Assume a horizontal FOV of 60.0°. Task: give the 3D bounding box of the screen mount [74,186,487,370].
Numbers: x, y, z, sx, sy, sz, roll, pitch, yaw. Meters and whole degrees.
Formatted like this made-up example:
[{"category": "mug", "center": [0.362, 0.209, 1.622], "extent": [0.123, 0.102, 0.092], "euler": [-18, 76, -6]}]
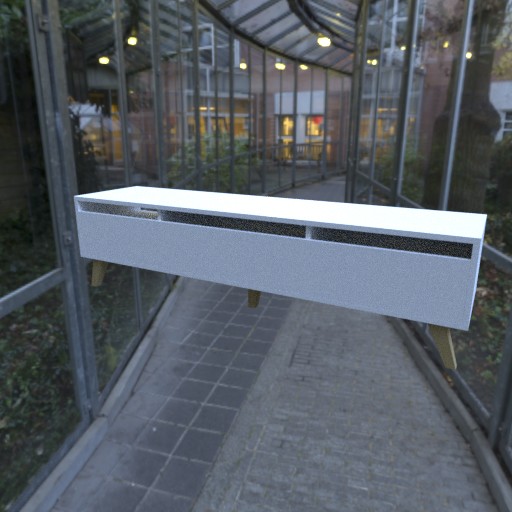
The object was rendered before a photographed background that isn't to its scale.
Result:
[{"category": "screen mount", "center": [0.000, 0.000, 1.839], "extent": [1.644, 0.432, 0.399], "euler": [9, 18, 27]}]
